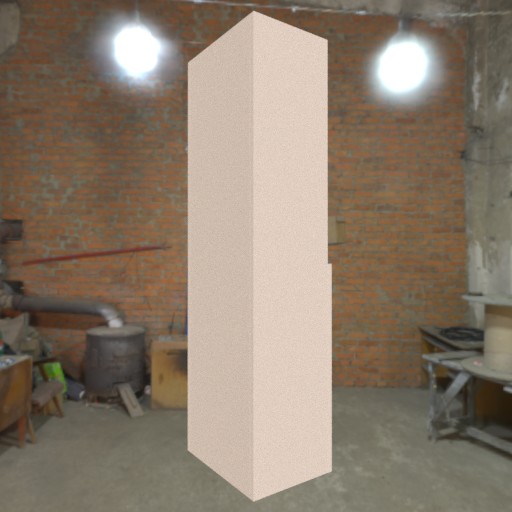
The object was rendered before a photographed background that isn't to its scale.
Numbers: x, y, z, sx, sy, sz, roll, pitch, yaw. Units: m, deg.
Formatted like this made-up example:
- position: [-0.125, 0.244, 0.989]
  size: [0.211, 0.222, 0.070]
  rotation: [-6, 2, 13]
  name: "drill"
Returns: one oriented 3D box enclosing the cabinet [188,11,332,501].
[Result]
- position: [0.000, 0.000, 1.469]
  size: [0.300, 1.350, 0.400]
  rotation: [0, 0, -35]
  name: "cabinet"
